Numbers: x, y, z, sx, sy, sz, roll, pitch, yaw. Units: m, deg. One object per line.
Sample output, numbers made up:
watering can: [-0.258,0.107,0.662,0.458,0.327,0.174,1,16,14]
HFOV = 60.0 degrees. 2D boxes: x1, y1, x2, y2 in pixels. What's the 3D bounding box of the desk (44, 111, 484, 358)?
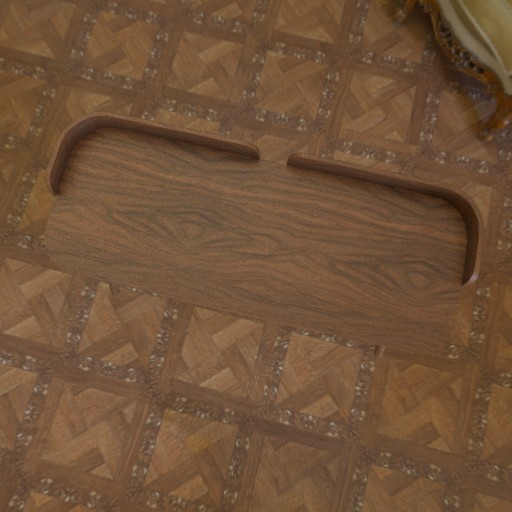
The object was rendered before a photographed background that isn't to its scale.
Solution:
desk: [0.000,0.000,1.635,1.256,0.800,0.486,13,78,3]
